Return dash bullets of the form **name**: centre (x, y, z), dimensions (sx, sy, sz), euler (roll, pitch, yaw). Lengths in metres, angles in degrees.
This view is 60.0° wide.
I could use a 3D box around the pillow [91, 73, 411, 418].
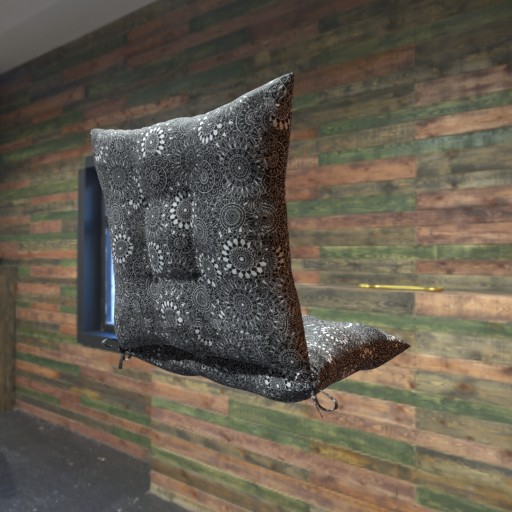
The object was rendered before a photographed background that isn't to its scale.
- **pillow**: centre (0.000, 0.000, 0.985), dimensions (0.541, 0.536, 0.585), euler (0, 0, 37)
